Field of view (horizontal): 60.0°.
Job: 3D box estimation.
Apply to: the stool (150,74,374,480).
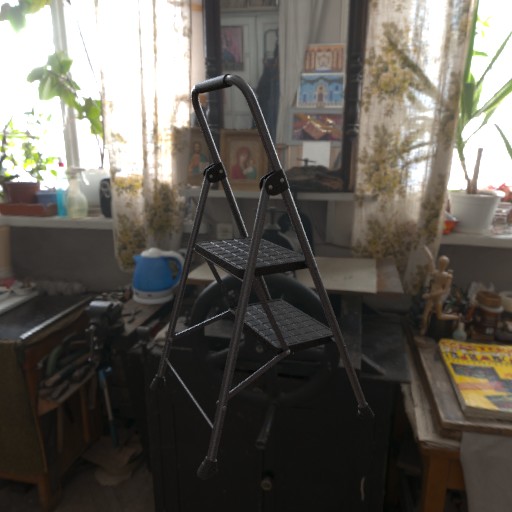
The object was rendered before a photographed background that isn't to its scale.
[{"bbox_3d":[0.000,0.000,1.181,0.514,0.872,0.450,-8,17,-27],"label":"stool"}]
